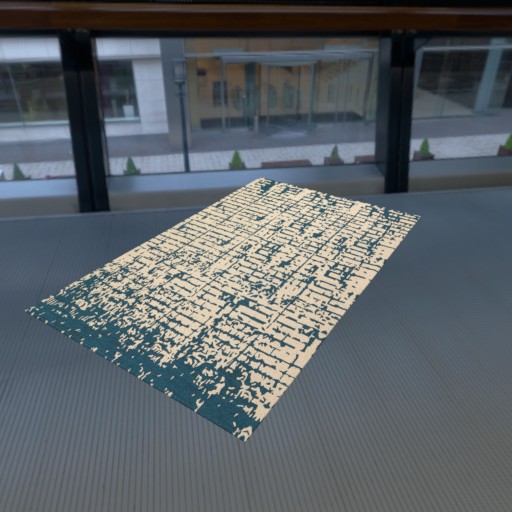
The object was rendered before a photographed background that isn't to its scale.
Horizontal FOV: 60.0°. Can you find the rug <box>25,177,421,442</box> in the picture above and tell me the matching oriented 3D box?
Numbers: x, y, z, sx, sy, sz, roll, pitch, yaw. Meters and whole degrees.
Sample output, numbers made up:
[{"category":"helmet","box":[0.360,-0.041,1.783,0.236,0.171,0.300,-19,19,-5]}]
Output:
[{"category":"rug","box":[0.000,0.000,3.004,1.517,0.011,2.435,19,36,28]}]
